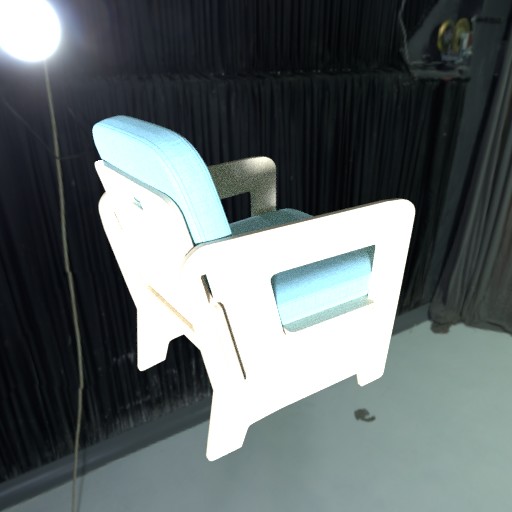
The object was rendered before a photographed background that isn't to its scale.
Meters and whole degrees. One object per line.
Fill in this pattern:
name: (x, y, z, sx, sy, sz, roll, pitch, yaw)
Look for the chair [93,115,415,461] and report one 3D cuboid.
chair: (0.000, 0.000, 1.261, 0.710, 0.800, 0.590, -18, 31, -33)
